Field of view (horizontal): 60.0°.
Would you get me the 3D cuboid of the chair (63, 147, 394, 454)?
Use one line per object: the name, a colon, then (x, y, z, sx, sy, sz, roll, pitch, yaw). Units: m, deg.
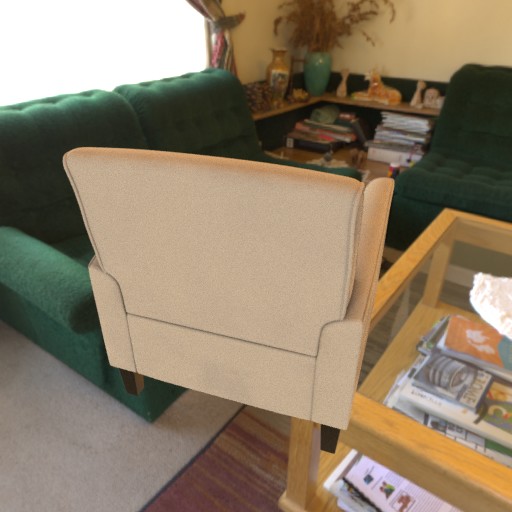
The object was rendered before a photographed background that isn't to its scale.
chair: (0.000, 0.000, 1.524, 0.820, 0.915, 0.821, 10, 32, 16)
